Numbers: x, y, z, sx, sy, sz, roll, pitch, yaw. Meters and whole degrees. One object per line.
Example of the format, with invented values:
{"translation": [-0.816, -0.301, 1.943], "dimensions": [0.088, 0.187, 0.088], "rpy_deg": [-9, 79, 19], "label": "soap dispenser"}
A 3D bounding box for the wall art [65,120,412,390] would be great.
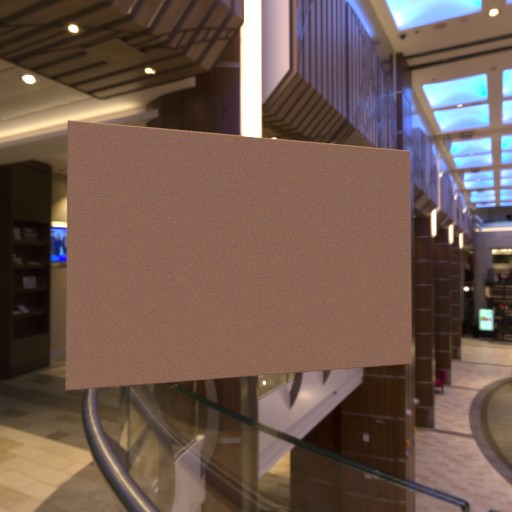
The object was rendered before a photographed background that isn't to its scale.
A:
{"translation": [0.000, 0.000, 0.777], "dimensions": [0.609, 0.407, 0.039], "rpy_deg": [0, -1, -17], "label": "wall art"}
